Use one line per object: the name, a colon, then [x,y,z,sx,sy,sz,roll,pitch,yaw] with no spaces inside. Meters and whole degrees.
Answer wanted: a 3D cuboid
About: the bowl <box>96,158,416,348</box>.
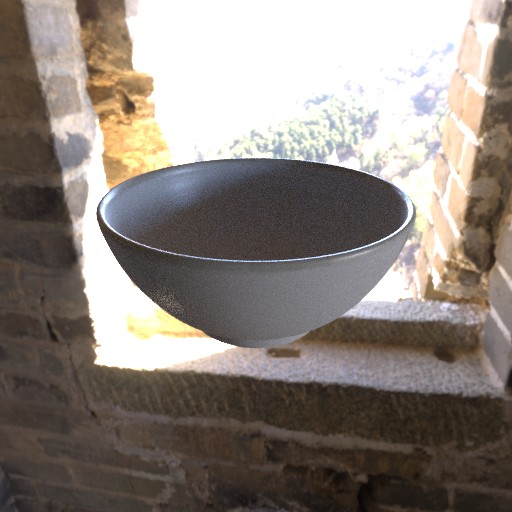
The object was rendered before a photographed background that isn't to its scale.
bowl: [0.000,0.000,0.415,0.268,0.121,0.268,0,26,0]
